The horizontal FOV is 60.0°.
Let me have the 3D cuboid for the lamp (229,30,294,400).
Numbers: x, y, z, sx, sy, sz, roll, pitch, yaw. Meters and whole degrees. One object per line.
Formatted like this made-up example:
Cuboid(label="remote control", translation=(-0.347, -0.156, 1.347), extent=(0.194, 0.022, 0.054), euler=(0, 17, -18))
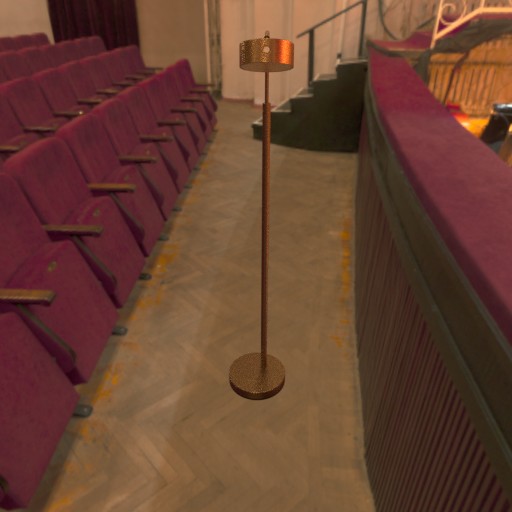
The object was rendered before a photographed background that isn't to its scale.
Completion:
Cuboid(label="lamp", translation=(0.000, 0.000, 1.360), extent=(0.219, 1.230, 0.418), euler=(1, 30, 2))
